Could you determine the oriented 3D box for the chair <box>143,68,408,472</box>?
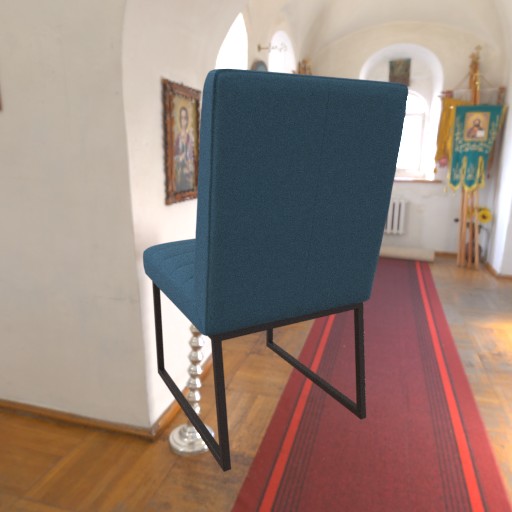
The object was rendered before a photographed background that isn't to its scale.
[{"bbox_3d":[0.000,0.000,1.303,0.520,0.930,0.634,-8,16,-28],"label":"chair"}]
